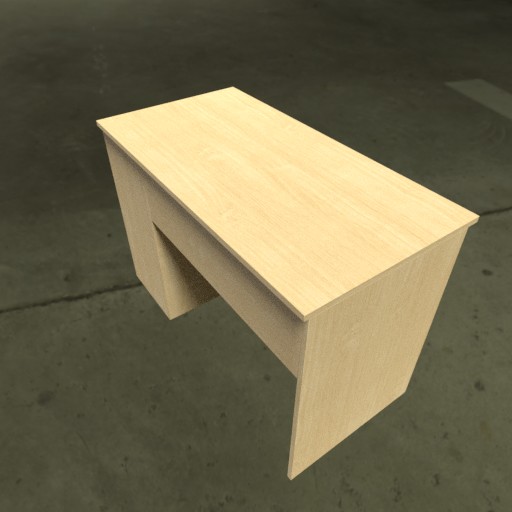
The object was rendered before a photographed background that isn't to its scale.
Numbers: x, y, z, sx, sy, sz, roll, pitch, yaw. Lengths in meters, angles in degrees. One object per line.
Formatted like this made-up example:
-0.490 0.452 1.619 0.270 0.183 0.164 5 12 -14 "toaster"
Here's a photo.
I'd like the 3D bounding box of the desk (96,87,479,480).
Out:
0.000 0.000 1.537 0.560 0.735 1.097 -25 46 -26 "desk"
